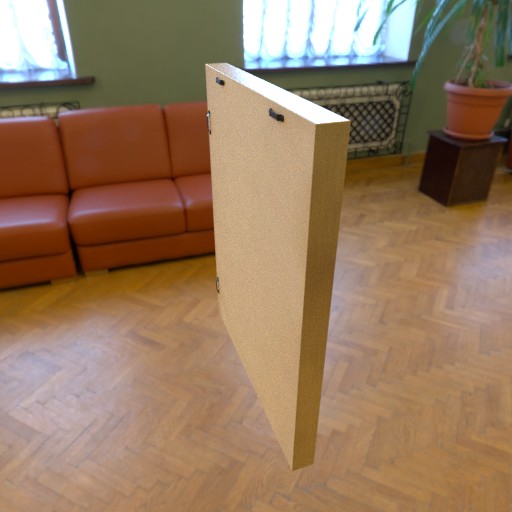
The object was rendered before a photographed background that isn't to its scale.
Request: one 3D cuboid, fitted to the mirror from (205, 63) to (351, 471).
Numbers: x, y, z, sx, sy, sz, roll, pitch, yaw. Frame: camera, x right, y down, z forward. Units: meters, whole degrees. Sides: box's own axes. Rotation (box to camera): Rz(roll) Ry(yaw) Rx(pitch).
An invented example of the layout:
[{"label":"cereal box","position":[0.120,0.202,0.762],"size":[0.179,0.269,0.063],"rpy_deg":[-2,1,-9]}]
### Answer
[{"label":"mirror","position":[0.000,0.000,0.694],"size":[0.041,0.509,0.406],"rpy_deg":[-10,32,-17]}]
